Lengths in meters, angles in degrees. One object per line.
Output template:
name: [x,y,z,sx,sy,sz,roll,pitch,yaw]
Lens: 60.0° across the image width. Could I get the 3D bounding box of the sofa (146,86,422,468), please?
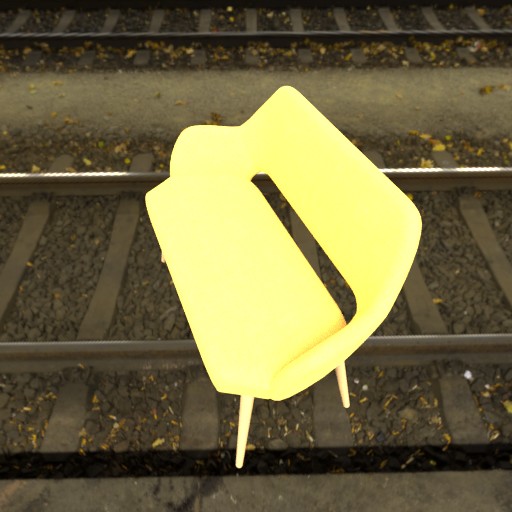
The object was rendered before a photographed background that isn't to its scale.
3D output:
sofa: [0.000,0.000,1.589,0.610,0.840,1.150,-17,48,-15]
